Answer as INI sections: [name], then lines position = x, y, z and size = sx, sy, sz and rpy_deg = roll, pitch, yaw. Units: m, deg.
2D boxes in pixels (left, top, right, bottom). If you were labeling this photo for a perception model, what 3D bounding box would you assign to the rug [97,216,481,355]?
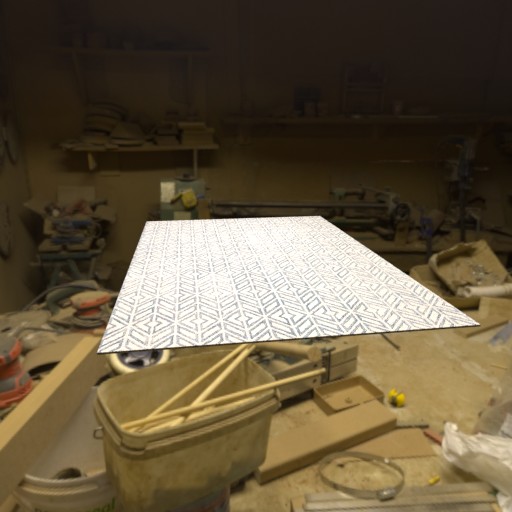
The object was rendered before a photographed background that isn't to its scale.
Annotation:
[rug]
position = 0.000, 0.000, 2.240
size = 1.220, 0.008, 1.824
rpy_deg = -3, 17, -9
